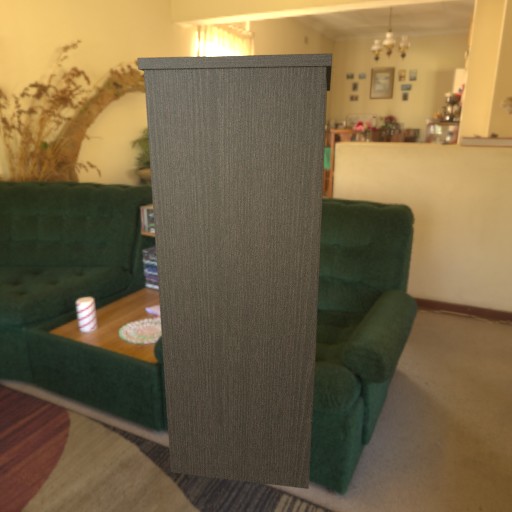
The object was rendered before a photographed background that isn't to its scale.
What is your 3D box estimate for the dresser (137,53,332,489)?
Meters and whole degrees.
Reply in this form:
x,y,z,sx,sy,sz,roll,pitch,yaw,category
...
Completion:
x,y,z,sx,sy,sz,roll,pitch,yaw,category
0.000,0.000,1.339,0.399,1.020,0.704,3,17,8,dresser
